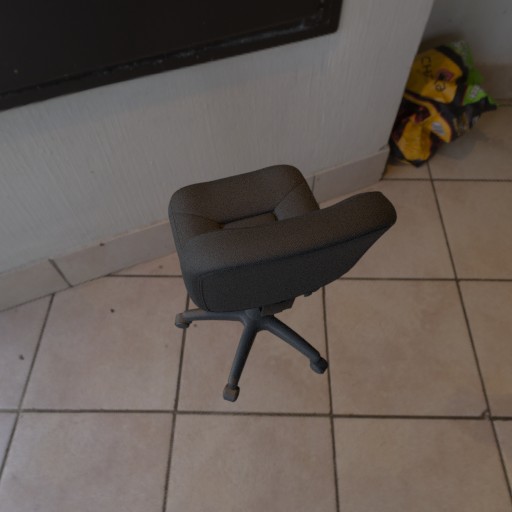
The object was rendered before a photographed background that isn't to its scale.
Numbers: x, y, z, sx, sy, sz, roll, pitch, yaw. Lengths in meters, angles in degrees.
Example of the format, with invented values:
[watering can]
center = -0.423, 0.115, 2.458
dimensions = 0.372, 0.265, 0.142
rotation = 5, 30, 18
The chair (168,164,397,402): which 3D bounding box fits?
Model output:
[chair]
center = 0.000, 0.000, 1.329
dimensions = 0.610, 0.972, 0.610
rotation = -15, 59, -9
